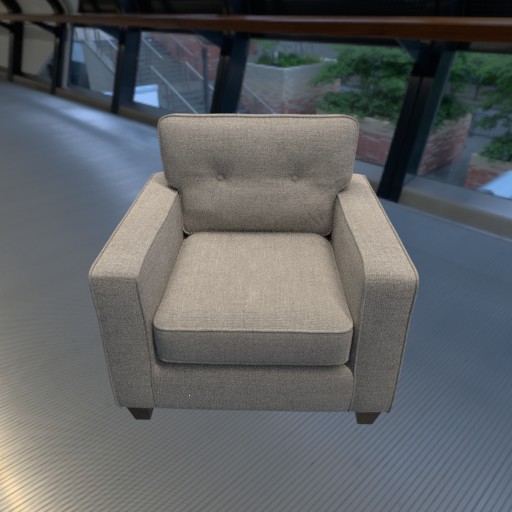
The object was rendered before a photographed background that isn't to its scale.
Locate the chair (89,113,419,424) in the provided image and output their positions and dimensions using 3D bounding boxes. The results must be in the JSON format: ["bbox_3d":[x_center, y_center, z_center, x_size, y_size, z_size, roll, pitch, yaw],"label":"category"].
[{"bbox_3d":[0.000,0.000,1.765,1.015,0.965,0.939,1,30,1],"label":"chair"}]
